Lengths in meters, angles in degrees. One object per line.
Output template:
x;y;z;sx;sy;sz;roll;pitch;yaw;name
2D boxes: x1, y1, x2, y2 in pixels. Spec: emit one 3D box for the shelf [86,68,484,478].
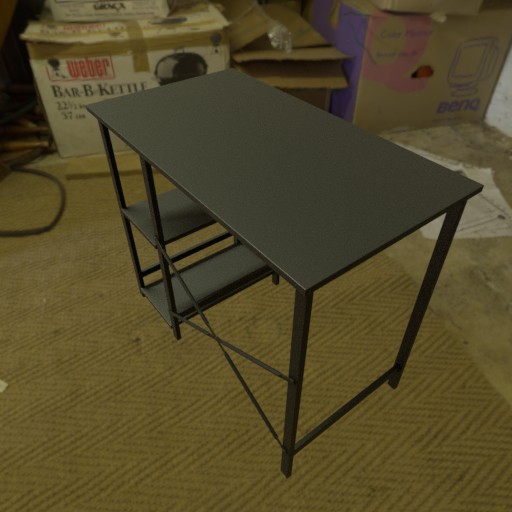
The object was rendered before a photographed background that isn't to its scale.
0.000;0.000;1.317;0.498;0.749;0.902;-27;48;-27;shelf
